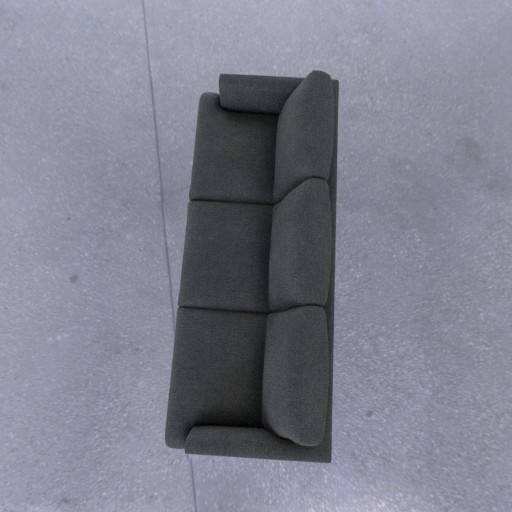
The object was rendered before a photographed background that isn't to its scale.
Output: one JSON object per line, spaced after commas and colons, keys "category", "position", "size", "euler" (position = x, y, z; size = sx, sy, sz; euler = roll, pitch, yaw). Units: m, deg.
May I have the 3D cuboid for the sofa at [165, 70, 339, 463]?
{"category": "sofa", "position": [0.000, 0.000, 2.699], "size": [0.903, 0.930, 2.246], "euler": [3, 76, 1]}
